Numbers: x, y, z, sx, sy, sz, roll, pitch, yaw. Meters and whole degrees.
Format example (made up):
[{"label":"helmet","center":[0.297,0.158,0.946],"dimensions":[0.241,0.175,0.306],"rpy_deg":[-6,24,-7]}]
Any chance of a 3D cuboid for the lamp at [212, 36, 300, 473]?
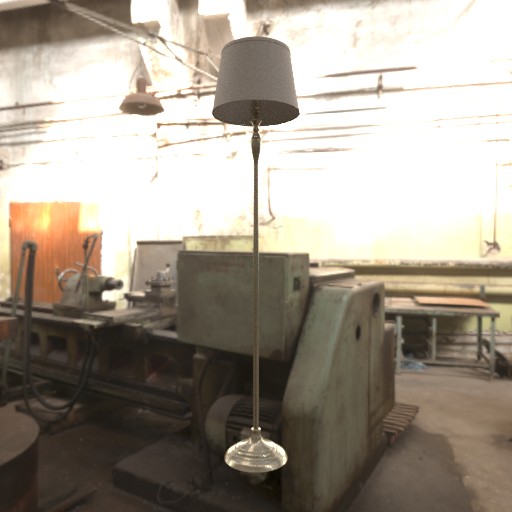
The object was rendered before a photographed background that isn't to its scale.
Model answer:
[{"label":"lamp","center":[0.000,0.000,1.652],"dimensions":[0.327,1.506,0.327],"rpy_deg":[0,1,17]}]
